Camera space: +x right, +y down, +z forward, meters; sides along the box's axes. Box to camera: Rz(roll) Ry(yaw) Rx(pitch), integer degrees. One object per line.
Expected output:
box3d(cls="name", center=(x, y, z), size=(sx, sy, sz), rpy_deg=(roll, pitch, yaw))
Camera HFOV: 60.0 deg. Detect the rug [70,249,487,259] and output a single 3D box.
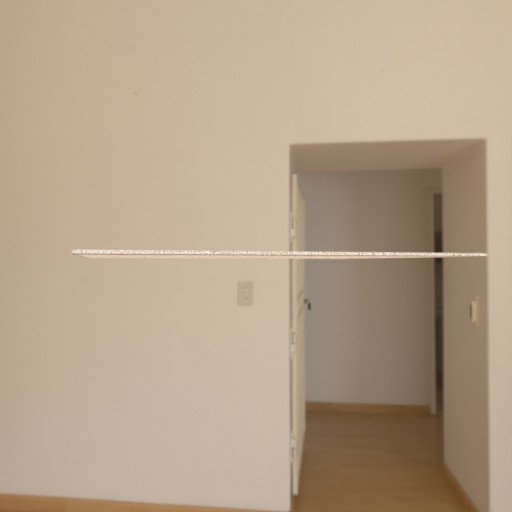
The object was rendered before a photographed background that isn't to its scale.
box3d(cls="rug", center=(0.000, 0.000, 4.154), size=(3.047, 0.029, 2.438), rpy_deg=(0, -1, -19))
